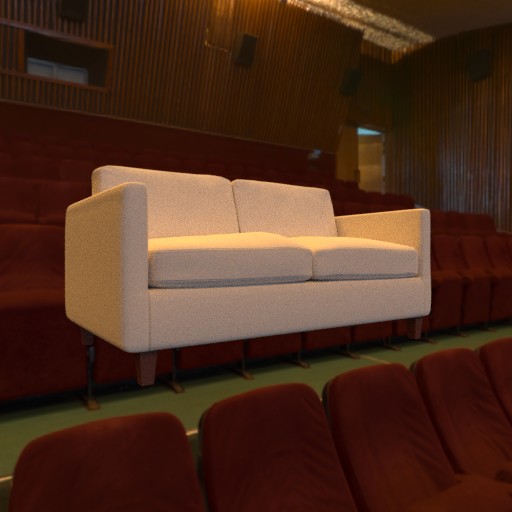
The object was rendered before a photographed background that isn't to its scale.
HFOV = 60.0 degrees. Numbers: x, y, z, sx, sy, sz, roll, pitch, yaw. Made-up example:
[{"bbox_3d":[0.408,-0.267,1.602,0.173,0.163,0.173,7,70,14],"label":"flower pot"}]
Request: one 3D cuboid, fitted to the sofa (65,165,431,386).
[{"bbox_3d":[0.000,0.000,2.307,1.702,0.888,0.964,0,0,-34],"label":"sofa"}]
